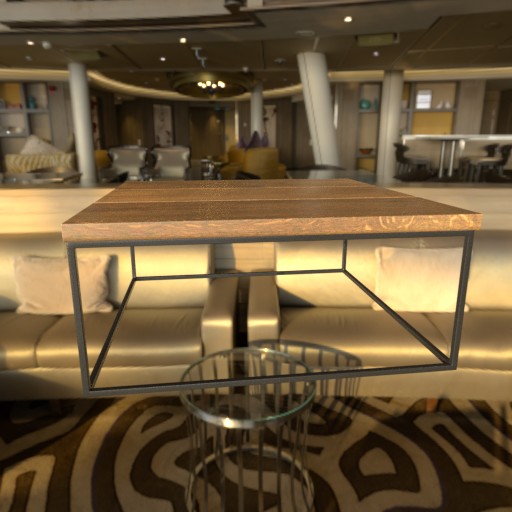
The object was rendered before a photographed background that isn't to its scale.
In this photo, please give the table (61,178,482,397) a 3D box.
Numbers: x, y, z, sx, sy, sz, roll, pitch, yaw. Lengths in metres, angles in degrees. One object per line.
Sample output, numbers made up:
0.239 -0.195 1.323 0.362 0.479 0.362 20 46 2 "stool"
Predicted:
0.000 0.000 1.414 0.900 0.400 0.900 -2 15 -8 "table"
